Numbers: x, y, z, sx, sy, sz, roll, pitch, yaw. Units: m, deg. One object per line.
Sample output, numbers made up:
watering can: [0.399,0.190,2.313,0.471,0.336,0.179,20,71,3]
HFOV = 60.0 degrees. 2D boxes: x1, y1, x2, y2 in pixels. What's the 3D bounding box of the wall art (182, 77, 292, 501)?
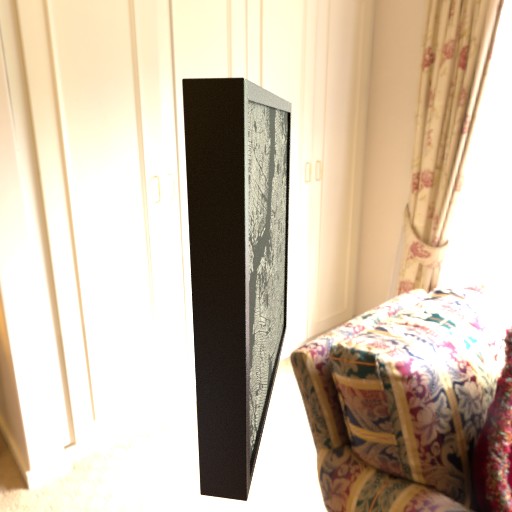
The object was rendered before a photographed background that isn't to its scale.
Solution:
wall art: [0.000,0.000,0.438,0.037,0.299,0.299,3,17,9]
